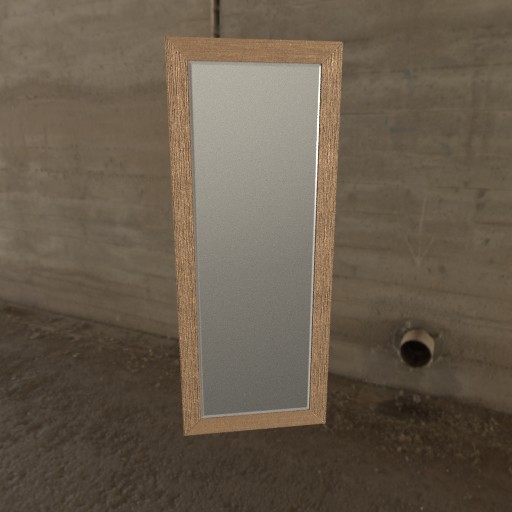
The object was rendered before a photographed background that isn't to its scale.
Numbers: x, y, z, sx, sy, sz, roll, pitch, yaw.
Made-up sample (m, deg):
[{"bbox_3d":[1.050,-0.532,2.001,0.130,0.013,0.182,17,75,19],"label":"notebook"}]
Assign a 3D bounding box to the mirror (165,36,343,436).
[{"bbox_3d":[0.000,0.000,2.272,0.812,2.031,0.026,-2,15,-8],"label":"mirror"}]
